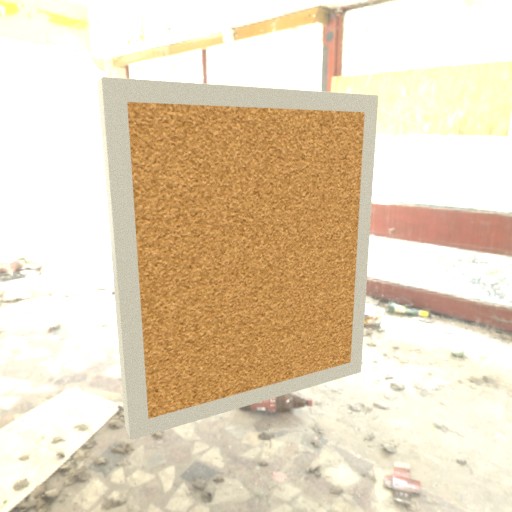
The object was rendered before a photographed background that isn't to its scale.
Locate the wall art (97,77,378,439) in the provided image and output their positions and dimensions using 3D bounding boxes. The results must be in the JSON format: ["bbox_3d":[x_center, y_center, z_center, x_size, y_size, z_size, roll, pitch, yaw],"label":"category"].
[{"bbox_3d":[0.000,0.000,0.535,0.331,0.381,0.028,-7,16,-27],"label":"wall art"}]
